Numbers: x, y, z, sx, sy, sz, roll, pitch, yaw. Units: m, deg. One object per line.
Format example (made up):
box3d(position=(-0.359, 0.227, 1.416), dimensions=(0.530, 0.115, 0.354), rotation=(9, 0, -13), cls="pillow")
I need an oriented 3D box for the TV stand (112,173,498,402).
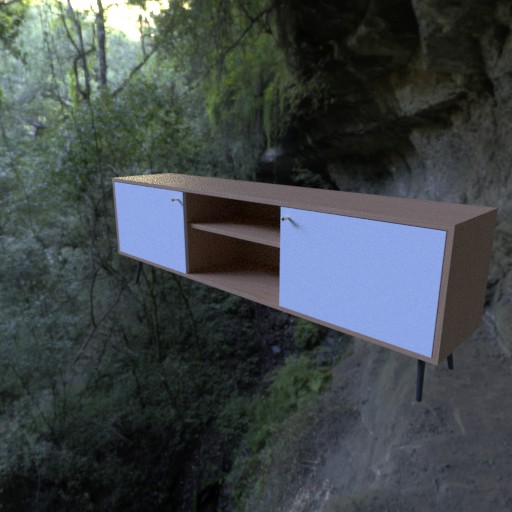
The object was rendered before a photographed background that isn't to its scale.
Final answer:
box3d(position=(0.000, 0.000, 1.942), dimensions=(1.760, 0.580, 0.400), rotation=(14, 21, 41), cls="TV stand")
